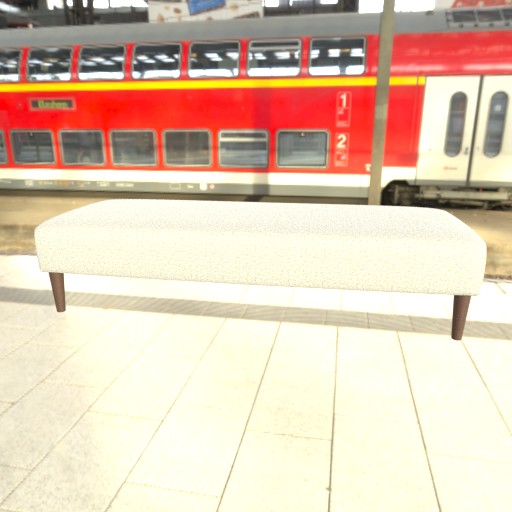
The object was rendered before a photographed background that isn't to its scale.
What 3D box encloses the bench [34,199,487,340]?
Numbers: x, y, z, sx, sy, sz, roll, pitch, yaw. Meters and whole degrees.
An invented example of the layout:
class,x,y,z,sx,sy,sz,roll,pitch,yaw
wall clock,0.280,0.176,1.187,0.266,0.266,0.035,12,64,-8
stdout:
class,x,y,z,sx,sy,sz,roll,pitch,yaw
bench,0.000,0.000,1.849,1.598,0.383,0.631,3,17,9
